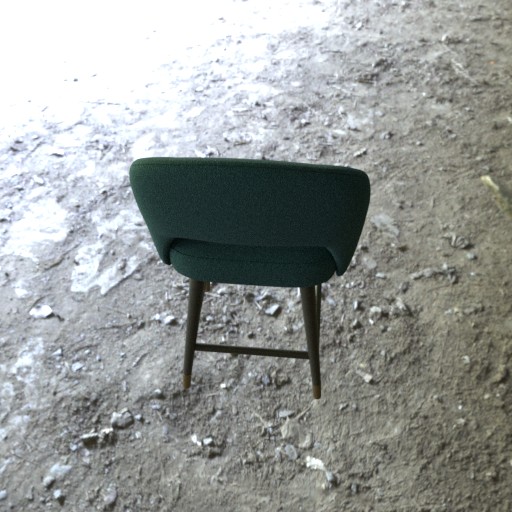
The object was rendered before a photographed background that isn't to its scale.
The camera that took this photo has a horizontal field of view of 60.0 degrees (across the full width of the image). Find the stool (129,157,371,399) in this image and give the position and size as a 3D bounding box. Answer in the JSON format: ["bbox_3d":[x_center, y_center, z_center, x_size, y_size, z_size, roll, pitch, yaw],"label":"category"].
[{"bbox_3d":[0.000,0.000,1.265,0.536,0.939,0.522,4,46,4],"label":"stool"}]
